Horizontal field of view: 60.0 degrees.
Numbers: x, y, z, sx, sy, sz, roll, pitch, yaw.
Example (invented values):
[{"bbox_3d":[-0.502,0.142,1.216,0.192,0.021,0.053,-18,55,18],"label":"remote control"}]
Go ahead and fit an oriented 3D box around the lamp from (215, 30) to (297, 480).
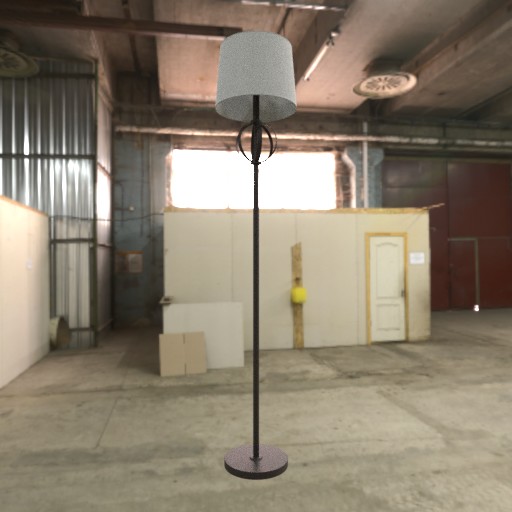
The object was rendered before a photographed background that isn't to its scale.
[{"bbox_3d":[0.000,0.000,1.561,0.286,1.462,0.286,0,0,18],"label":"lamp"}]
